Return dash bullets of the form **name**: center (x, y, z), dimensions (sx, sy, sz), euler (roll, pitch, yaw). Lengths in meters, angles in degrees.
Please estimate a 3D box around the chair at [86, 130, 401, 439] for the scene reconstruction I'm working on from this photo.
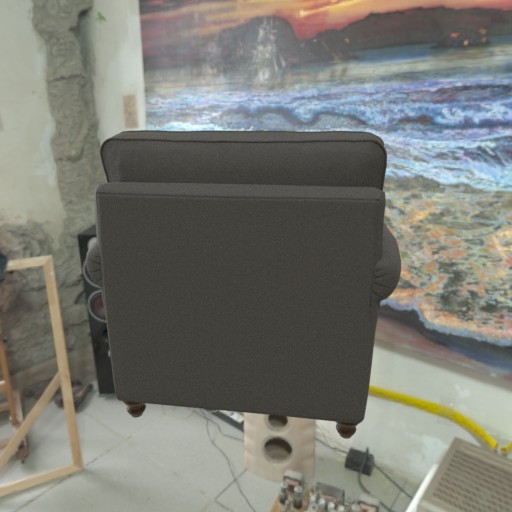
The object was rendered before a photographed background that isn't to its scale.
- **chair**: center (0.000, 0.000, 1.757), dimensions (1.029, 0.967, 0.966), euler (2, 17, 8)
